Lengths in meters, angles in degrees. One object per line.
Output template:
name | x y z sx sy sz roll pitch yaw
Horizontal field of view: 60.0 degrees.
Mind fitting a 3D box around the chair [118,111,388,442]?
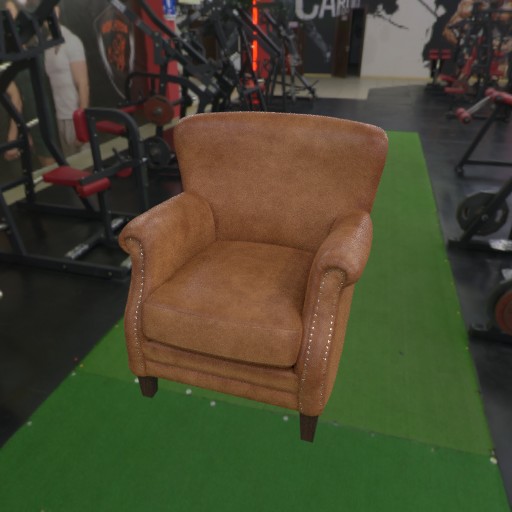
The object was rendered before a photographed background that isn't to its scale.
chair | 0.000 0.000 1.717 0.861 0.936 0.921 8 29 15
